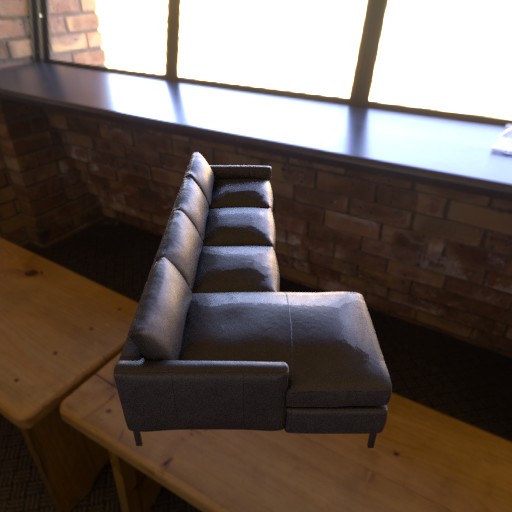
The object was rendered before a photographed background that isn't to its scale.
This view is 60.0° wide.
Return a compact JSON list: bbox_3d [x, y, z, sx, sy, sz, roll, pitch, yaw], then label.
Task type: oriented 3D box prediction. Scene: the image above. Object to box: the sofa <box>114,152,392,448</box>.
[{"bbox_3d":[0.000,0.000,3.627,1.471,0.859,2.993,0,32,0],"label":"sofa"}]
